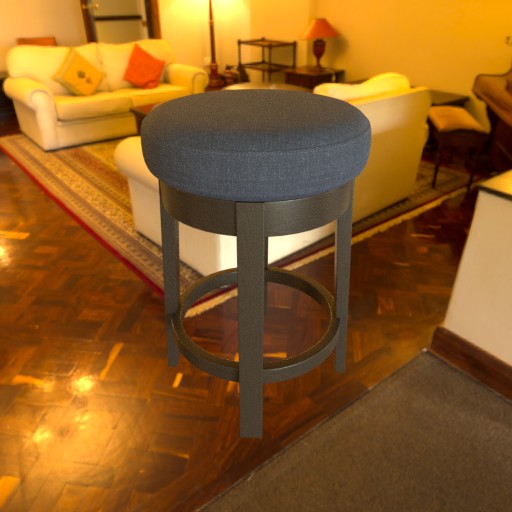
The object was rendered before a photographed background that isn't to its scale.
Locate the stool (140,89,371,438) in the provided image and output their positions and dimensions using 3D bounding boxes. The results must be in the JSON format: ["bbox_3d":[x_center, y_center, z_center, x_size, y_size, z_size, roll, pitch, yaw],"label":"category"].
[{"bbox_3d":[0.000,0.000,0.982,0.449,0.655,0.449,0,30,0],"label":"stool"}]
